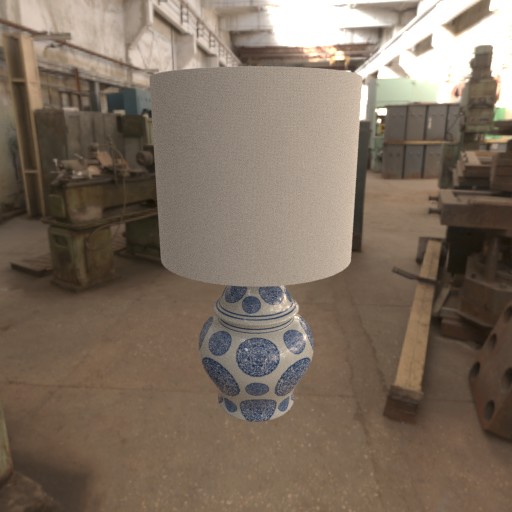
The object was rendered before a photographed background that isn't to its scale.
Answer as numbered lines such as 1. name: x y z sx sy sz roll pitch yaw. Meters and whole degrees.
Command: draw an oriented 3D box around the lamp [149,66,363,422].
1. lamp: 0.000 0.000 0.512 0.215 0.381 0.215 2 17 7
